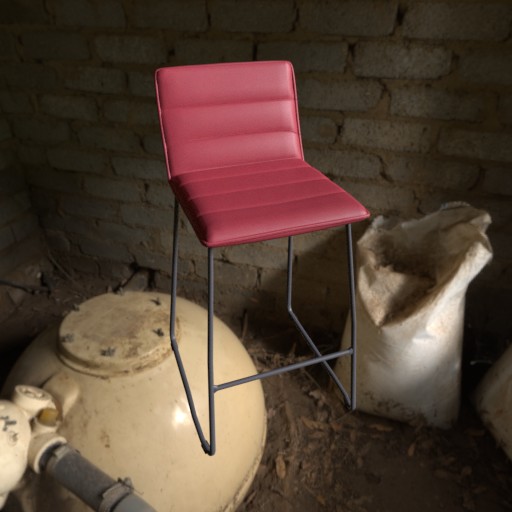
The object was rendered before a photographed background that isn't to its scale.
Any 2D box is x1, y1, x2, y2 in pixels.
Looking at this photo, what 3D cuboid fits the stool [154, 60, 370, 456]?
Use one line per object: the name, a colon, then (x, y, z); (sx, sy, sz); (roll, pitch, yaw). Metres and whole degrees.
stool: (0.000, 0.000, 1.242); (0.489, 0.937, 0.524); (-11, 34, -17)
